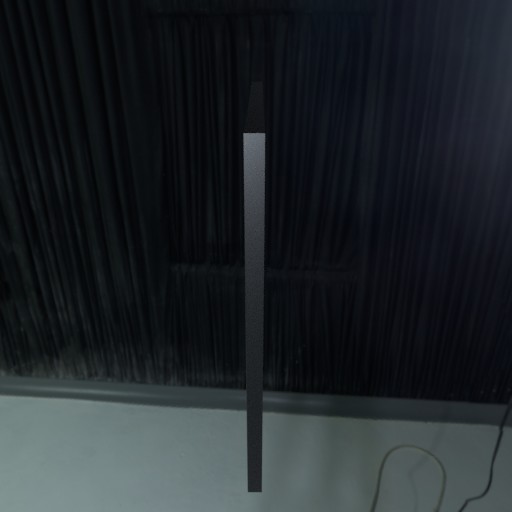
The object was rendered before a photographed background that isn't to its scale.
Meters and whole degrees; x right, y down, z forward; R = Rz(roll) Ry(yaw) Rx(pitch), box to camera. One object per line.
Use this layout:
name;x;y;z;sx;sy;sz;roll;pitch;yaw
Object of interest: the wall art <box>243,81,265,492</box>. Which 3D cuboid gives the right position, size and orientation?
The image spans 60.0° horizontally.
wall art;0.000;0.000;1.146;0.031;0.775;0.773;0;27;0
